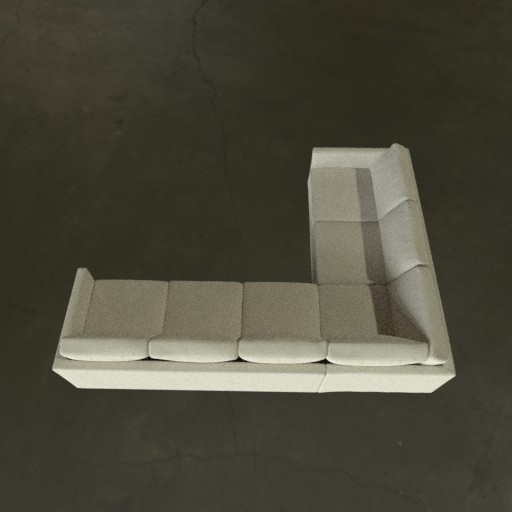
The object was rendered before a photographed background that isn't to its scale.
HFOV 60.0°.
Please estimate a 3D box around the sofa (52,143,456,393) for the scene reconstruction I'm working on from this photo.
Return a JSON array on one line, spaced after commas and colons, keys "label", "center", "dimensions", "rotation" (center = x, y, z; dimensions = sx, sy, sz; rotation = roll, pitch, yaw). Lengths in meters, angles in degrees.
[{"label": "sofa", "center": [0.000, 0.000, 4.284], "dimensions": [3.182, 0.863, 2.432], "rotation": [1, 59, 1]}]
